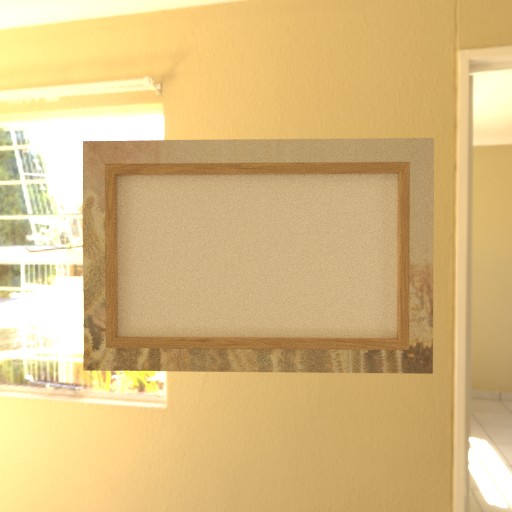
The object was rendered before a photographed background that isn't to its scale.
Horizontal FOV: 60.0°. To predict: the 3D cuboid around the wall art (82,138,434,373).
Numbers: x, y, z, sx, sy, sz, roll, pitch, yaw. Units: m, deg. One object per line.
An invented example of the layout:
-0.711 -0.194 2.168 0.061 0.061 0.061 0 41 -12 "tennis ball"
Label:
0.000 0.000 1.944 1.525 1.012 0.038 0 1 2 "wall art"
